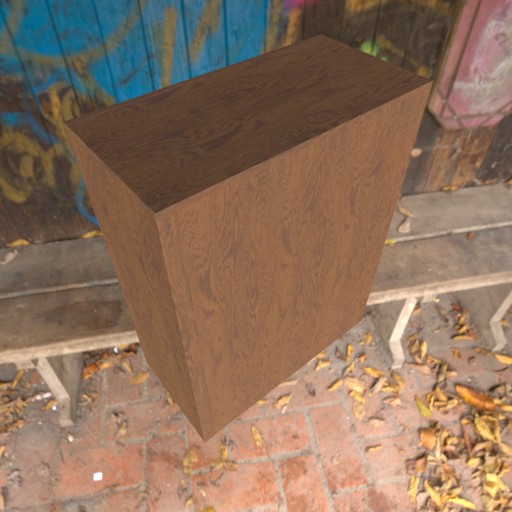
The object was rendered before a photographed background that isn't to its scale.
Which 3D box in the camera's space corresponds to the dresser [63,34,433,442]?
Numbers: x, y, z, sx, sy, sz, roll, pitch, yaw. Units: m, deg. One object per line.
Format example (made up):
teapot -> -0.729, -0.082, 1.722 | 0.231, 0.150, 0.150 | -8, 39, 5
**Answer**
dresser -> 0.000, 0.000, 1.747 | 0.964, 1.320, 0.516 | -31, 54, -26
